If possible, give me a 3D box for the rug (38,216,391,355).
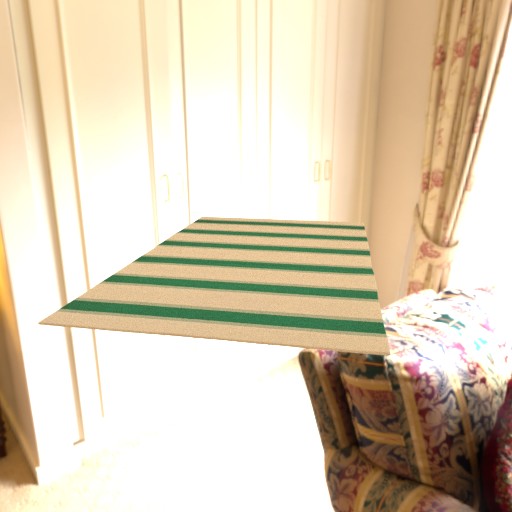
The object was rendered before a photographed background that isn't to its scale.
[{"bbox_3d":[0.000,0.000,2.985,1.521,0.015,2.436,3,17,10],"label":"rug"}]
